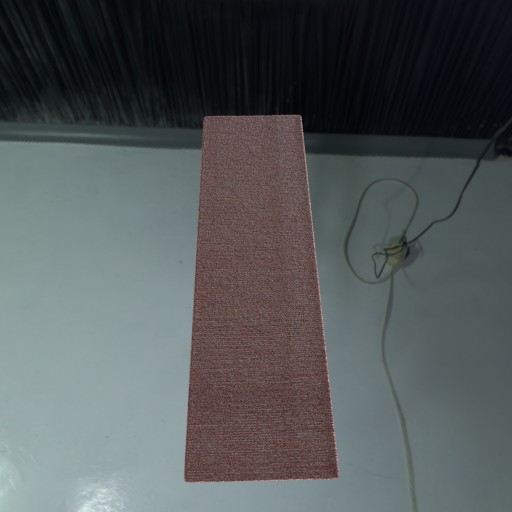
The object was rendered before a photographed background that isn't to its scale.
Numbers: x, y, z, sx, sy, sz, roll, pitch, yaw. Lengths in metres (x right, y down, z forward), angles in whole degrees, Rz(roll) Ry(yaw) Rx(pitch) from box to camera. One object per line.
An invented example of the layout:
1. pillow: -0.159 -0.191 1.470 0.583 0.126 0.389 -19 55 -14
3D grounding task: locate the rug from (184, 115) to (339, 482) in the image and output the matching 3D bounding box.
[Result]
1. rug: 0.000 0.000 2.544 0.687 0.012 2.307 -1 59 -1
